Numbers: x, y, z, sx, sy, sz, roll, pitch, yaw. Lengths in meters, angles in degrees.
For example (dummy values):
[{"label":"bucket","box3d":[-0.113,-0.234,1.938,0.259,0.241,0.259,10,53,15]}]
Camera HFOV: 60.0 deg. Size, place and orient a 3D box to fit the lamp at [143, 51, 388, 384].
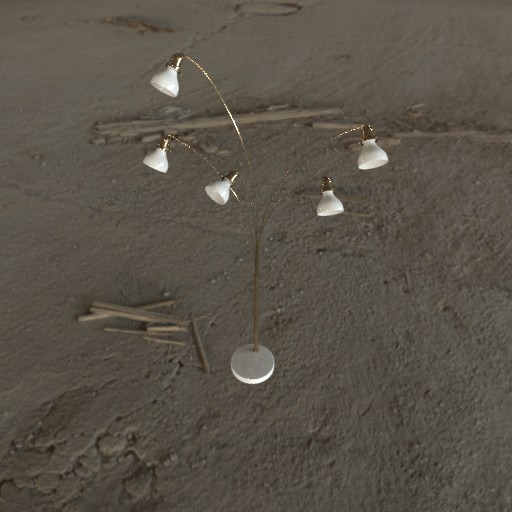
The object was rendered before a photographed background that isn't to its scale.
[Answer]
[{"label":"lamp","box3d":[0.000,0.000,2.935,1.405,2.423,0.361,12,42,14]}]
